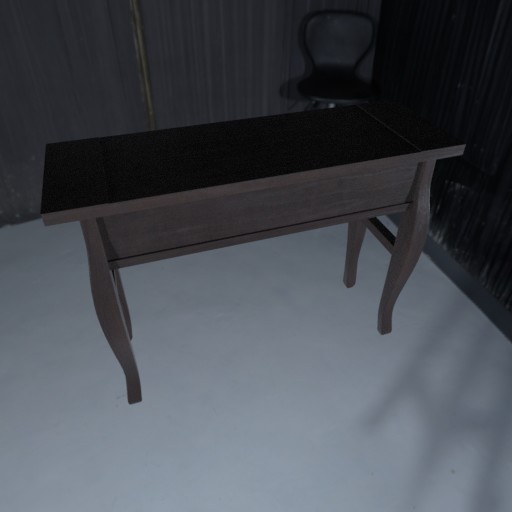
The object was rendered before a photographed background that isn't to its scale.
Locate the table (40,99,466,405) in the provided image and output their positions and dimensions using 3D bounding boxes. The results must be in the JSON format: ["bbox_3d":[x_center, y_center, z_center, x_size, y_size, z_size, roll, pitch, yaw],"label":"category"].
[{"bbox_3d":[0.000,0.000,1.423,1.062,0.768,0.373,-12,41,-14],"label":"table"}]
